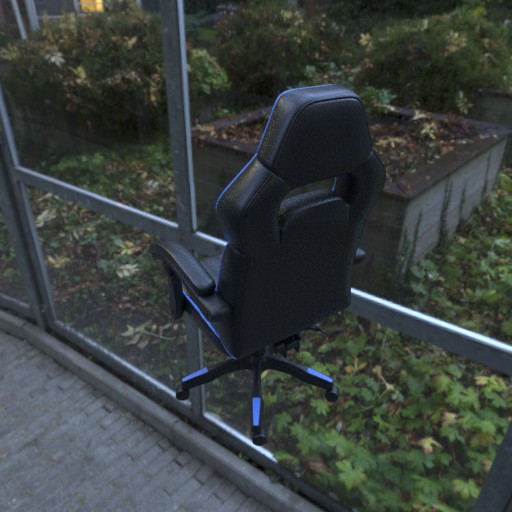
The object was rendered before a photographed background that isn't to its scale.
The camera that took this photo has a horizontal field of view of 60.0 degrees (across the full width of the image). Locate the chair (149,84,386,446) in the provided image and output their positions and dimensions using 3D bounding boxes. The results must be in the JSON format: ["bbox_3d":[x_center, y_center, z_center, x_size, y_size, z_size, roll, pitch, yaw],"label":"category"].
[{"bbox_3d":[0.000,0.000,1.678,0.700,1.280,0.700,-19,35,-30],"label":"chair"}]
